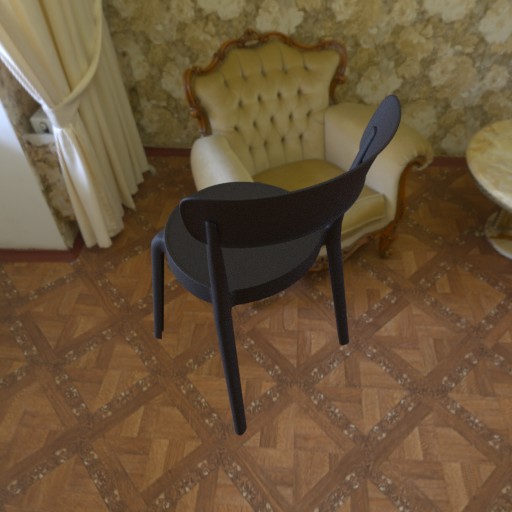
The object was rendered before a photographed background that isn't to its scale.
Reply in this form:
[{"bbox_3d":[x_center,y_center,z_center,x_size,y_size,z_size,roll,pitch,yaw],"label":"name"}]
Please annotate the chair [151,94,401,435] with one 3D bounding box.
[{"bbox_3d":[0.000,0.000,1.111,0.506,0.790,0.491,-32,54,-27],"label":"chair"}]
